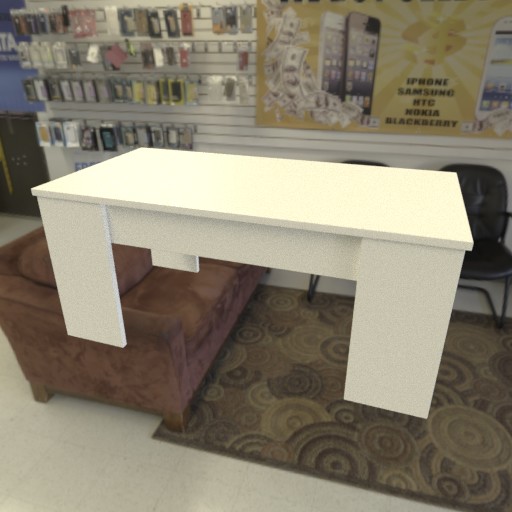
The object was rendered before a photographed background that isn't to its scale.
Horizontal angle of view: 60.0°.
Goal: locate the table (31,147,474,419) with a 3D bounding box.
[{"bbox_3d":[0.000,0.000,1.252,1.000,0.440,0.500,8,27,17],"label":"table"}]
